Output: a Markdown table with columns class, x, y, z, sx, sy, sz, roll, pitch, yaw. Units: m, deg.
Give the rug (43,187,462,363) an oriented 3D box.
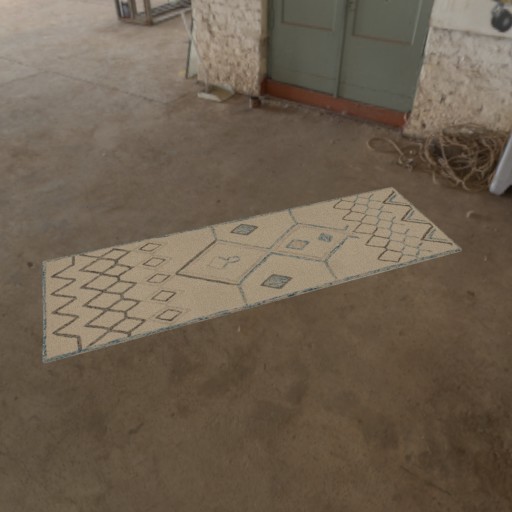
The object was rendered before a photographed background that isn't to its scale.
| class | x | y | z | sx | sy | sz | roll | pitch | yaw |
| --- | --- | --- | --- | --- | --- | --- | --- | --- | --- |
| rug | 0.000 | 0.000 | 2.694 | 2.434 | 0.013 | 0.770 | -13 | 43 | -15 |
